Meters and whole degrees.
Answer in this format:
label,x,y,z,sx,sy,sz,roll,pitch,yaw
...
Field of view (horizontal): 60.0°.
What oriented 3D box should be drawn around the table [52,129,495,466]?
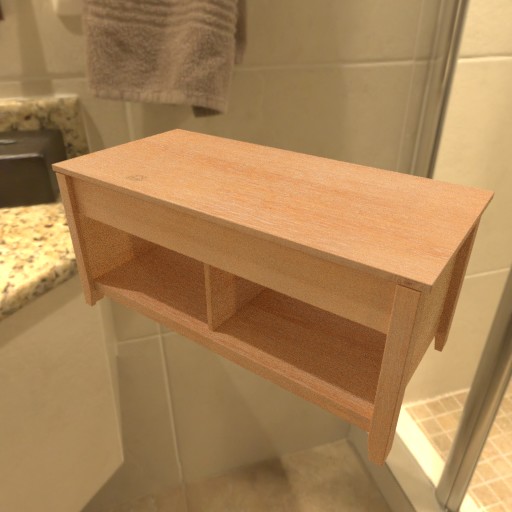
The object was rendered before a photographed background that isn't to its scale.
label,x,y,z,sx,sy,sz,roll,pitch,yaw
table,0.000,0.000,1.227,1.016,0.457,0.483,20,35,30
